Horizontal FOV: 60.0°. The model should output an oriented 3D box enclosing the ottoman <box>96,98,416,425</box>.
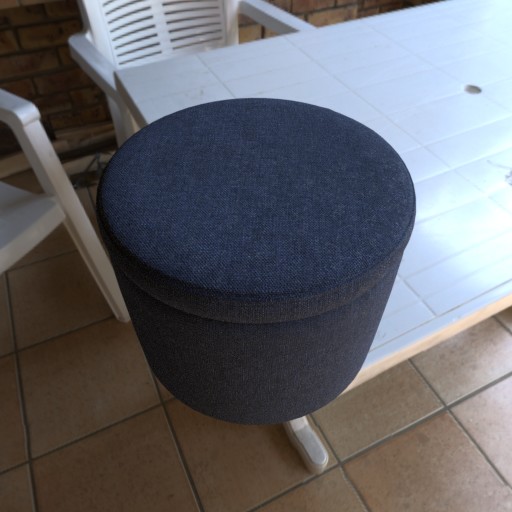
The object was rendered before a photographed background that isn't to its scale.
[{"bbox_3d":[0.000,0.000,0.867,0.520,0.430,0.520,0,48,0],"label":"ottoman"}]
